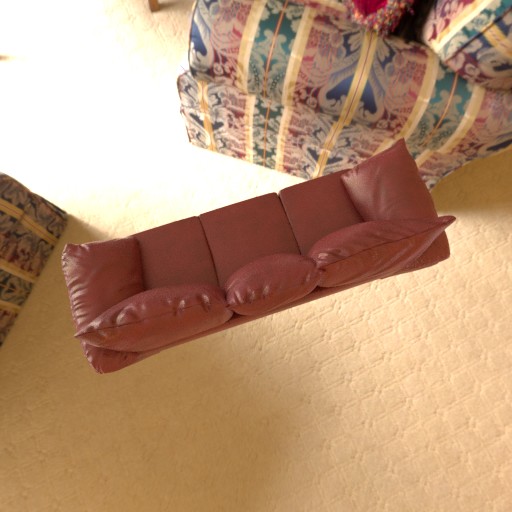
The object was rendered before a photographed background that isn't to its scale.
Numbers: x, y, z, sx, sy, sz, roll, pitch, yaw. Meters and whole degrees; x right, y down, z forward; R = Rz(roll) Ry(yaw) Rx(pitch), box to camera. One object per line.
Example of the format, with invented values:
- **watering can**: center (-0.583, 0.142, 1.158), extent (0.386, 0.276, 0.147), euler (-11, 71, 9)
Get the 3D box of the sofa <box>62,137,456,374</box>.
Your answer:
- **sofa**: center (0.000, 0.000, 2.952), extent (2.390, 1.091, 0.907), euler (-18, 76, -5)
